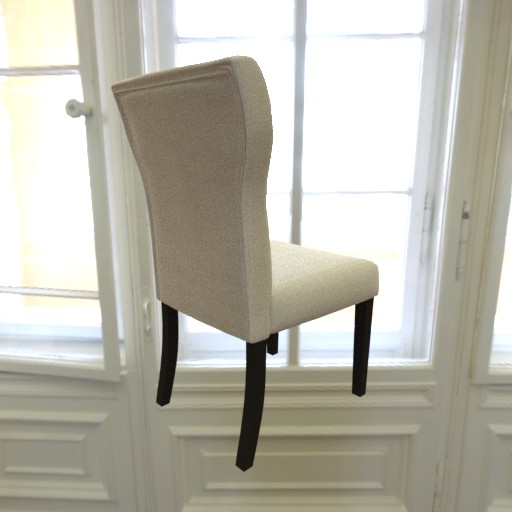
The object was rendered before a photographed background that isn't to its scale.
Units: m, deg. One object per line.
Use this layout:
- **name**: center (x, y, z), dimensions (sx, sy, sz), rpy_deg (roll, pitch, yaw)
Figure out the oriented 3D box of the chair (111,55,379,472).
- **chair**: center (0.000, 0.000, 1.246), dimensions (0.597, 0.921, 0.509), rpy_deg (-13, 19, -41)
